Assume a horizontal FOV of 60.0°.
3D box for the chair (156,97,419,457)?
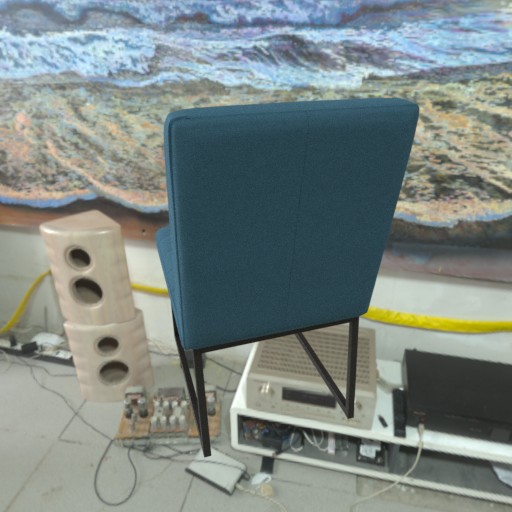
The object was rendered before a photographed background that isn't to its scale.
[{"bbox_3d":[0.000,0.000,1.284,0.520,0.930,0.634,-8,29,-16],"label":"chair"}]
